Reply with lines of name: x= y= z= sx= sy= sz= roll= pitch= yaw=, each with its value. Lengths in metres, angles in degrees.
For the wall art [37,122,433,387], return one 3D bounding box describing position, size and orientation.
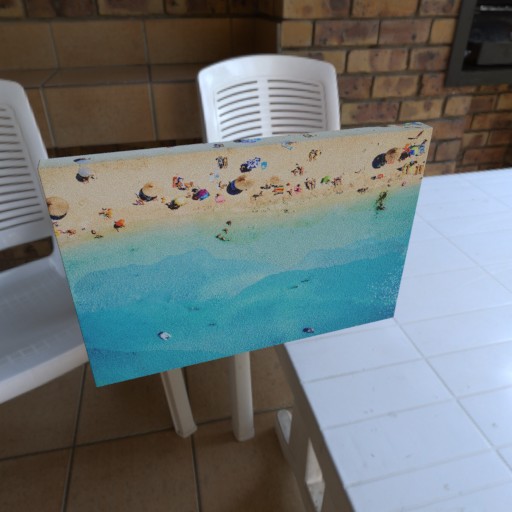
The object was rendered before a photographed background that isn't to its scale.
wall art: x=0.000 y=0.000 z=1.139 sx=0.894 sy=0.595 sz=0.057 roll=-10 pitch=33 yaw=-16
